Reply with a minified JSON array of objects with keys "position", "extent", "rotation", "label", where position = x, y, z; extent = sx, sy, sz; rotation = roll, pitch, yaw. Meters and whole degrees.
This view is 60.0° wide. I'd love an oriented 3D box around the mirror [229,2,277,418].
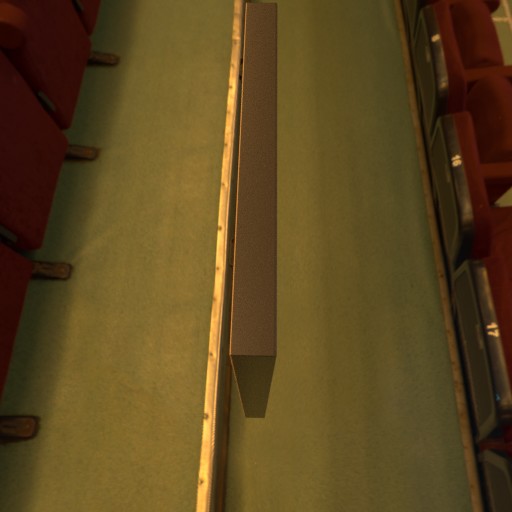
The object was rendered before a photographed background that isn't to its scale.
[{"position":[0.000,0.000,0.653],"extent":[0.041,0.508,0.405],"rotation":[1,65,1],"label":"mirror"}]
